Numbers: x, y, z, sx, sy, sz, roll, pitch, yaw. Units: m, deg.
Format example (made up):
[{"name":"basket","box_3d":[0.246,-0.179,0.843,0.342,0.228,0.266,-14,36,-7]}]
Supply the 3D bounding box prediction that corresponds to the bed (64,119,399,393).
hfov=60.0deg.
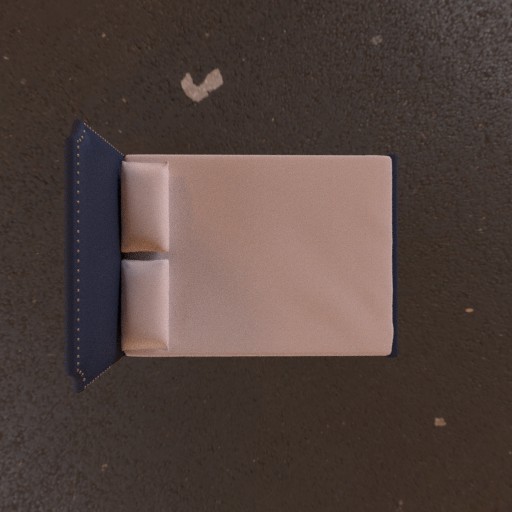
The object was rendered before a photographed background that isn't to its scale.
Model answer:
[{"name":"bed","box_3d":[0.000,0.000,3.379,2.372,1.443,1.712,0,90,-1]}]
